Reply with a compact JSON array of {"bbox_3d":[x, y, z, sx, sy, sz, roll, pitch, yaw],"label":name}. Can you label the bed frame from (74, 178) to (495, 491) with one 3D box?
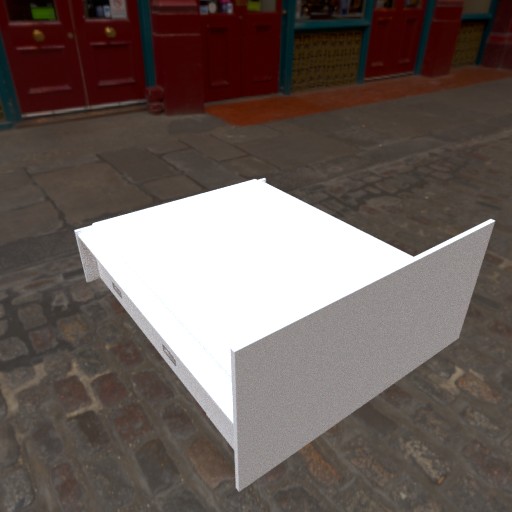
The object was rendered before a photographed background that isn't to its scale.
[{"bbox_3d":[0.000,0.000,2.756,1.622,0.800,1.960,-21,37,-30],"label":"bed frame"}]
